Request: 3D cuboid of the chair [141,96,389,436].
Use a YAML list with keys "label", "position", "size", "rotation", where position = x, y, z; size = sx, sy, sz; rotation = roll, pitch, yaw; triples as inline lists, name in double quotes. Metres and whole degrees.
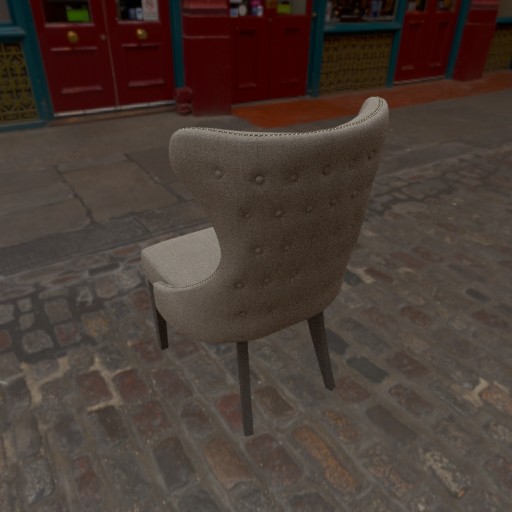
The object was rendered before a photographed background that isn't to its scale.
- label: "chair"
  position: [0.000, 0.000, 1.395]
  size: [0.628, 0.967, 0.635]
  rotation: [-18, 36, -28]
